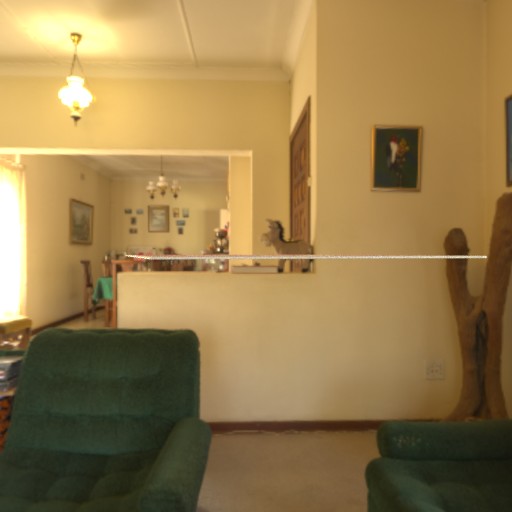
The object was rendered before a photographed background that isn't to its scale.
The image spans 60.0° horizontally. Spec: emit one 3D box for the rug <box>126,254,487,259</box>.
[{"bbox_3d":[0.000,0.000,2.893,1.555,0.011,2.232,0,0,-18],"label":"rug"}]
